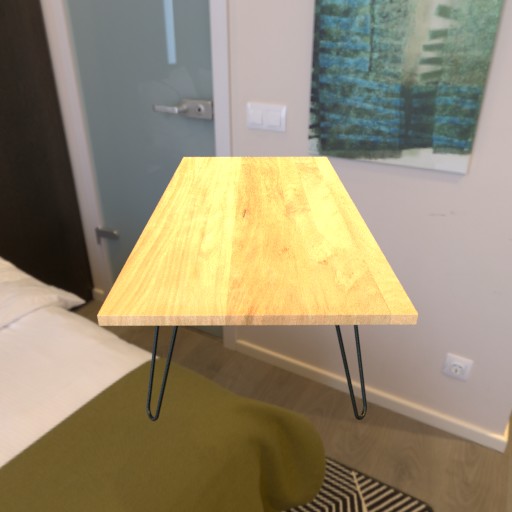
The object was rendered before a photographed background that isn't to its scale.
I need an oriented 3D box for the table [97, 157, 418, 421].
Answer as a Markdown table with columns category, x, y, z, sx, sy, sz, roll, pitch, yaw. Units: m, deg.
| category | x | y | z | sx | sy | sz | roll | pitch | yaw |
| --- | --- | --- | --- | --- | --- | --- | --- | --- | --- |
| table | 0.000 | 0.000 | 1.653 | 0.699 | 0.400 | 1.348 | 0 | 27 | 0 |
